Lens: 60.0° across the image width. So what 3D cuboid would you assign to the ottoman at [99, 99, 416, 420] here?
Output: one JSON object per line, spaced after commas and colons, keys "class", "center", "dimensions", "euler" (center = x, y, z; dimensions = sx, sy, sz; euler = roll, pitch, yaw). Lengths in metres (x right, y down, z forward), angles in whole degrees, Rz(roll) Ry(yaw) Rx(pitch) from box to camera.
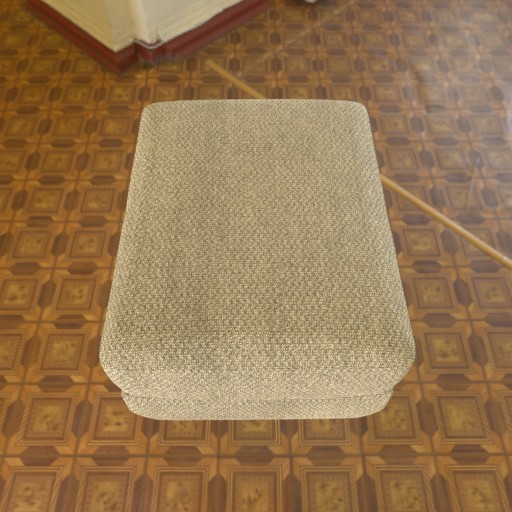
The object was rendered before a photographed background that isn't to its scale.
{"class": "ottoman", "center": [0.000, 0.000, 1.134], "dimensions": [0.603, 0.476, 0.751], "euler": [0, 59, 0]}
